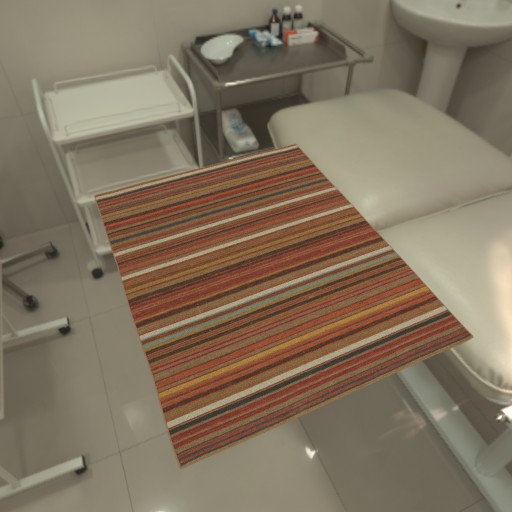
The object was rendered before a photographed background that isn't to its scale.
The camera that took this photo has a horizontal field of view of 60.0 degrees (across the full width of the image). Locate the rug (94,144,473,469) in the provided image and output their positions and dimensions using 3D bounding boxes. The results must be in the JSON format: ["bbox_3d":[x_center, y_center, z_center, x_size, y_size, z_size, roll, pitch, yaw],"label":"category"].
[{"bbox_3d":[0.000,0.000,4.180,2.479,0.023,3.092,-18,49,-16],"label":"rug"}]
